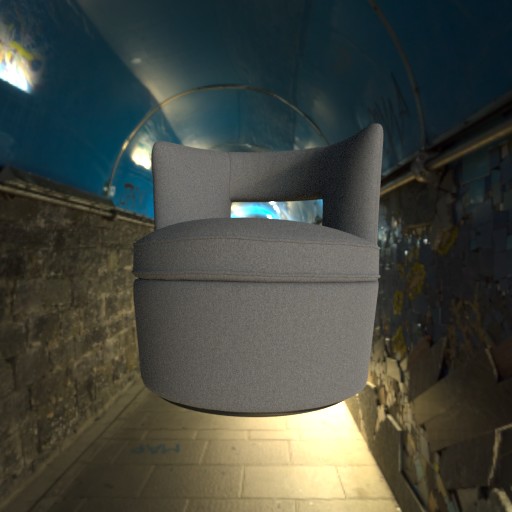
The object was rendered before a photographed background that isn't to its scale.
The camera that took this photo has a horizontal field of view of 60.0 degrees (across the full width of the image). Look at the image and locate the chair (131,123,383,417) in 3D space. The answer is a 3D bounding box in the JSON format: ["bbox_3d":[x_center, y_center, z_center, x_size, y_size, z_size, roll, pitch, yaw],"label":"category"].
[{"bbox_3d":[0.000,0.000,1.256,0.689,0.719,0.660,0,1,17],"label":"chair"}]
